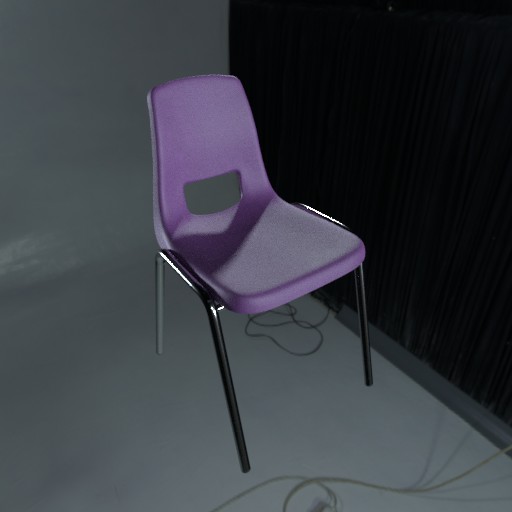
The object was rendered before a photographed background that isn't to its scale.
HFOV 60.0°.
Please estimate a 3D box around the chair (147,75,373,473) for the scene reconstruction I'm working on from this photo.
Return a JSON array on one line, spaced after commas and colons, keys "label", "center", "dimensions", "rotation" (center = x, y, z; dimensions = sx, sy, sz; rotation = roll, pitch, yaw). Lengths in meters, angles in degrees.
[{"label": "chair", "center": [0.000, 0.000, 0.932], "dimensions": [0.381, 0.654, 0.432], "rotation": [-22, 38, -31]}]
